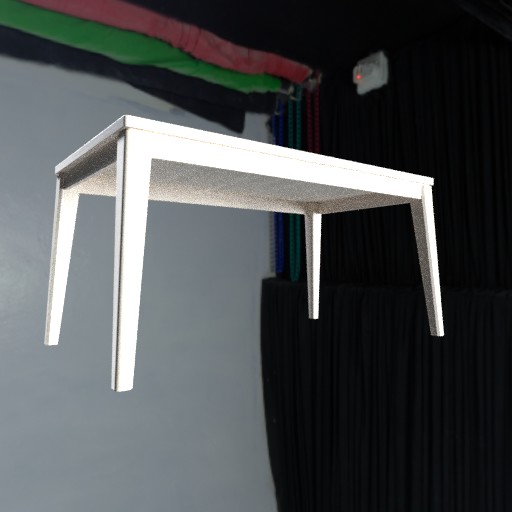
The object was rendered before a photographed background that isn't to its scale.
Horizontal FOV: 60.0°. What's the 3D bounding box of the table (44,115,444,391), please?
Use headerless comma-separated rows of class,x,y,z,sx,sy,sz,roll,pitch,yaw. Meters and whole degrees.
table,0.000,0.000,2.027,1.600,0.760,0.900,1,-1,-37
